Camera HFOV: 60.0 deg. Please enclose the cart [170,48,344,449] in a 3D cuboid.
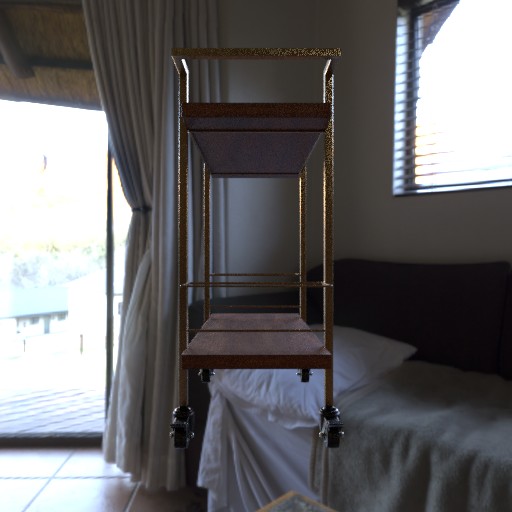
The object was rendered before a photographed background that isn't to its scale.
[{"bbox_3d":[0.000,0.000,1.203,0.364,0.807,0.695,0,0,0],"label":"cart"}]
